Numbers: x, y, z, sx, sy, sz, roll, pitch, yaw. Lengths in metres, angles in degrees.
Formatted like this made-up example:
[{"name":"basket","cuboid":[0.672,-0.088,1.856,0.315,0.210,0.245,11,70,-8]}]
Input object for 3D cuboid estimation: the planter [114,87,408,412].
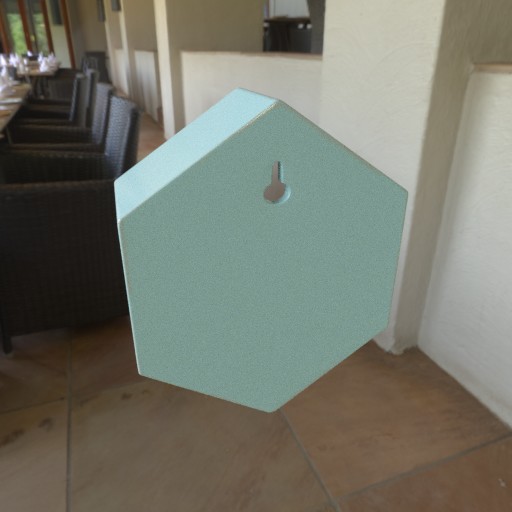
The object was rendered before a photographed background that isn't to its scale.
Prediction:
[{"name":"planter","cuboid":[0.000,0.000,0.297,0.169,0.207,0.078,-8,26,-16]}]
